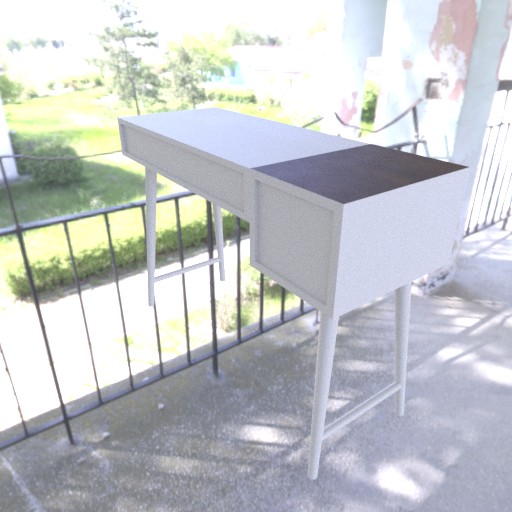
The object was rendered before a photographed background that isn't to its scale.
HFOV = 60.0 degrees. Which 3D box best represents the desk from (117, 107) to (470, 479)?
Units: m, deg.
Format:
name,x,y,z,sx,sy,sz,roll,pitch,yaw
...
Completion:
name,x,y,z,sx,sy,sz,roll,pitch,yaw
desk,0.000,0.000,1.431,0.409,0.761,1.069,-18,32,-32
